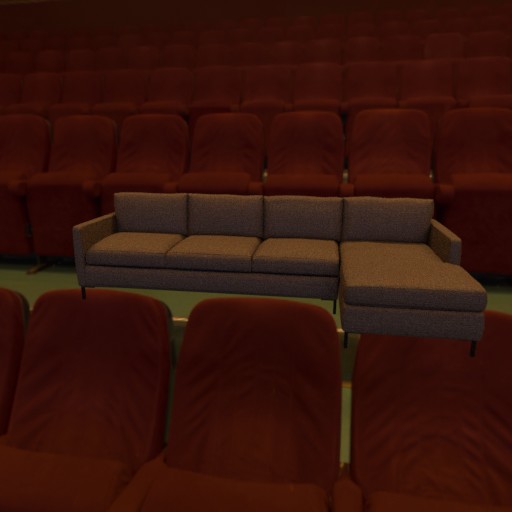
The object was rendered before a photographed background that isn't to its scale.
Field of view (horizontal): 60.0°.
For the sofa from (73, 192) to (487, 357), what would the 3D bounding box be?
[{"bbox_3d":[0.000,0.000,3.716,3.221,0.892,1.483,2,15,9],"label":"sofa"}]
